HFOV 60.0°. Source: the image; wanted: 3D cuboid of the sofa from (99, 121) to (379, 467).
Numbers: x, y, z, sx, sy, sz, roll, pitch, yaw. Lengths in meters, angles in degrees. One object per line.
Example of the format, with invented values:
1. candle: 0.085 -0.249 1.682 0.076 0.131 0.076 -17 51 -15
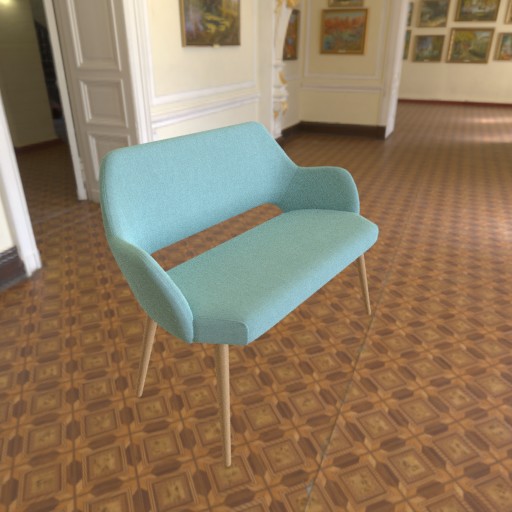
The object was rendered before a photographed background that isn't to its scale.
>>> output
1. sofa: 0.000 0.000 1.656 0.610 0.840 1.150 18 31 33
